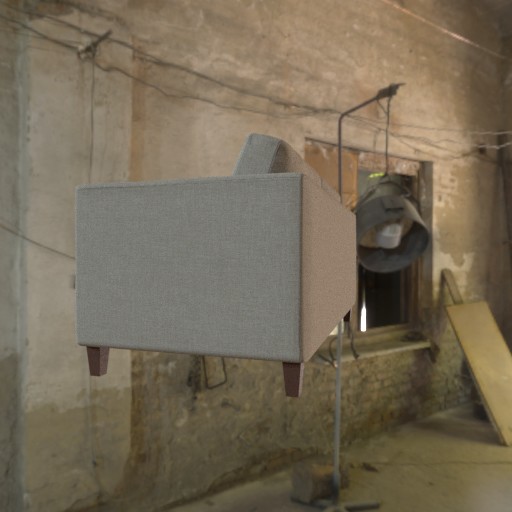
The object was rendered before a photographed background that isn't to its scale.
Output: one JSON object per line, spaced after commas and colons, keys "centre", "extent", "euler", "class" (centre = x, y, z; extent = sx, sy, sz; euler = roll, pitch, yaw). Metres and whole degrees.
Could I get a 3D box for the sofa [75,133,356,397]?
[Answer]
{"centre": [0.000, 0.000, 2.477], "extent": [0.951, 0.947, 1.884], "euler": [0, 1, 18], "class": "sofa"}
